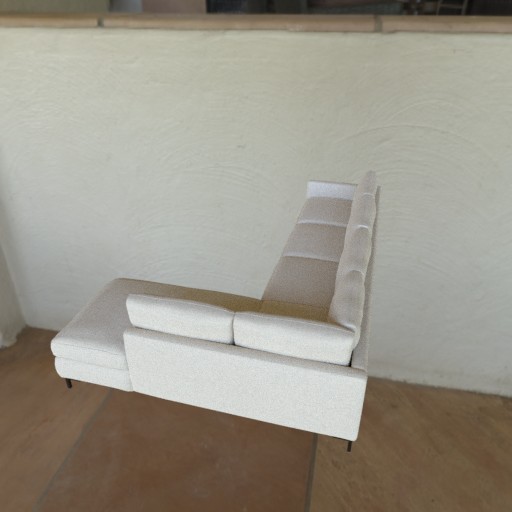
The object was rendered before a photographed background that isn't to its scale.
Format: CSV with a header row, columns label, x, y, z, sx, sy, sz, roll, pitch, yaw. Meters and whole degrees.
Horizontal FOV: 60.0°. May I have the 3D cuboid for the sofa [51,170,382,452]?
label,x,y,z,sx,sy,sz,roll,pitch,yaw
sofa,0.000,0.000,3.856,2.007,0.815,2.949,8,31,13
